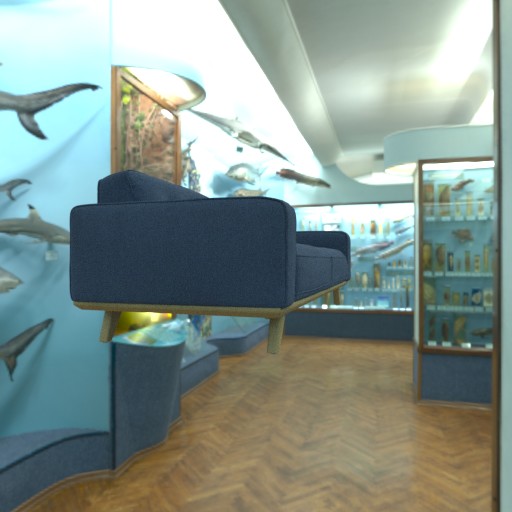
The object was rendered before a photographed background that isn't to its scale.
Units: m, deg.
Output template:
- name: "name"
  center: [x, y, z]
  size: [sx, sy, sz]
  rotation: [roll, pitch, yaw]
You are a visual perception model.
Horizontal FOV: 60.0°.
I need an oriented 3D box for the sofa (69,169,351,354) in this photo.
- name: "sofa"
  center: [0.000, 0.000, 2.763]
  size: [0.953, 0.782, 2.270]
  rotation: [0, 0, 18]
